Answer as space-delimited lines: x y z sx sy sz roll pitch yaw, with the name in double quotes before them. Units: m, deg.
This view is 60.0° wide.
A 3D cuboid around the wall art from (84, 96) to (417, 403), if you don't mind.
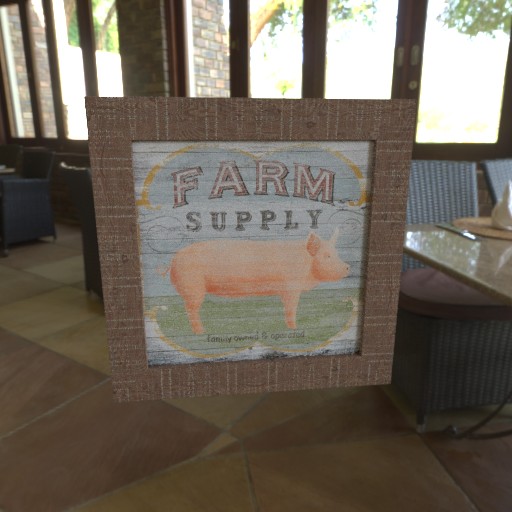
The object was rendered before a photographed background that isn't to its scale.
"wall art" 0.000 0.000 0.792 0.531 0.531 0.040 -2 16 -7
